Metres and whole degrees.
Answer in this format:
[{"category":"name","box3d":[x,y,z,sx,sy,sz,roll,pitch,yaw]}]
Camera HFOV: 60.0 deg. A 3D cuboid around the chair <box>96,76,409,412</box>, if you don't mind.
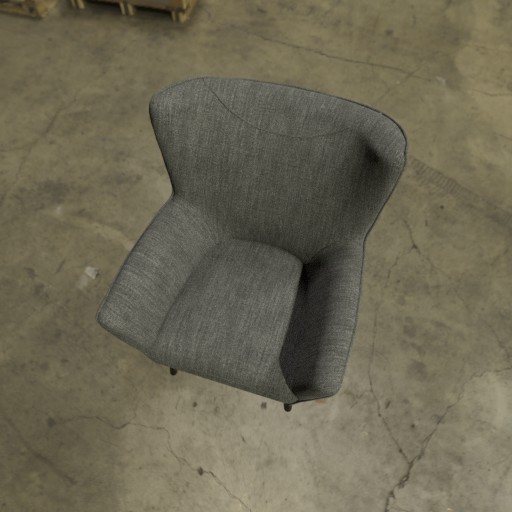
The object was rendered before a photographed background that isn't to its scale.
[{"category":"chair","box3d":[0.000,0.000,1.583,0.781,0.933,0.888,15,59,9]}]
